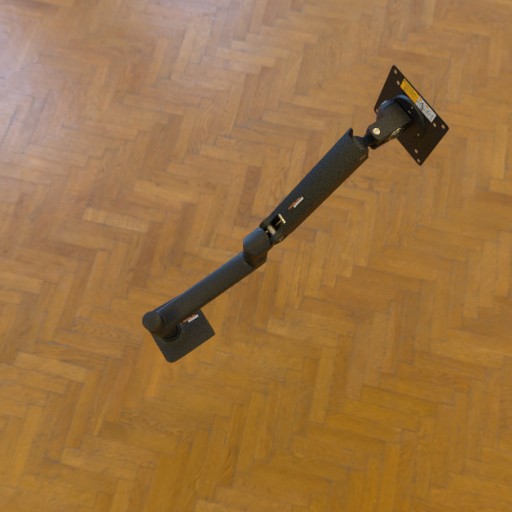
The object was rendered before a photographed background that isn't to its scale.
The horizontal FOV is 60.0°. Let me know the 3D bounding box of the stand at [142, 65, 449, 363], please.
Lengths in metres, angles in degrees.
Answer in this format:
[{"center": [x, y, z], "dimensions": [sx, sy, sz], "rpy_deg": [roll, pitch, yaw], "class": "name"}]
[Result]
[{"center": [0.000, 0.000, 1.027], "dimensions": [0.650, 0.713, 0.152], "rpy_deg": [-32, 77, -8], "class": "stand"}]
